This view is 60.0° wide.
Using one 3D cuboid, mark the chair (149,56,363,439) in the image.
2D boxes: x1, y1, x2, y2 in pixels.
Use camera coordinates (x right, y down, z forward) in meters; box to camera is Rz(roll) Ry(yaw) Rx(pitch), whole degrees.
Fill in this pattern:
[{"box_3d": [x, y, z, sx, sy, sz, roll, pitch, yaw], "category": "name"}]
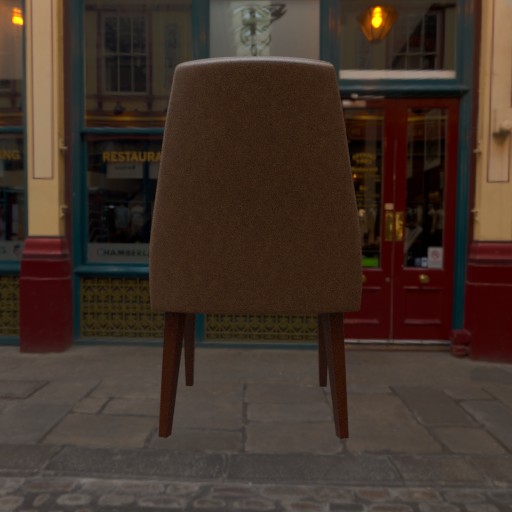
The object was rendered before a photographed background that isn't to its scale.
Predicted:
[{"box_3d": [0.000, 0.000, 1.204, 0.529, 0.861, 0.544, 0, 2, 1], "category": "chair"}]
